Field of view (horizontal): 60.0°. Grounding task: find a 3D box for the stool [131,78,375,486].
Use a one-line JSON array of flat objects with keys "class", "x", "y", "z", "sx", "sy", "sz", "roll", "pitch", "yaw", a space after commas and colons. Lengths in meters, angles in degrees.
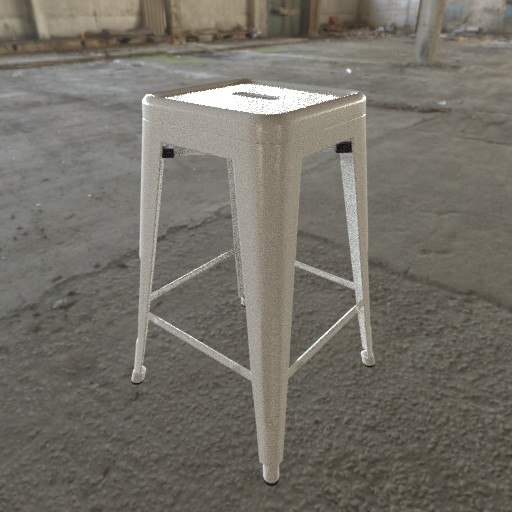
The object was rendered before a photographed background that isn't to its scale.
[{"class": "stool", "x": 0.000, "y": 0.000, "z": 0.871, "sx": 0.406, "sy": 0.610, "sz": 0.406, "roll": 22, "pitch": 36, "yaw": 34}]
